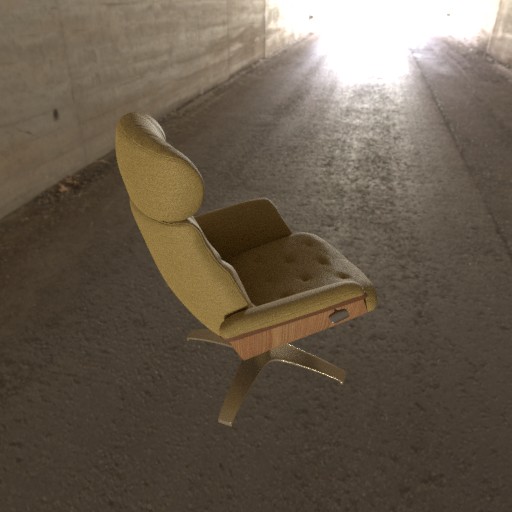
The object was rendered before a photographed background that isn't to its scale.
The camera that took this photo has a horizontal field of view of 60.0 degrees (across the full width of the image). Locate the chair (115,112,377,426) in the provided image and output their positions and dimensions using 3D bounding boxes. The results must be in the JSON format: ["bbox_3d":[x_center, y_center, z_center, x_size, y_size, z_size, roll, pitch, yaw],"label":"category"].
[{"bbox_3d":[0.000,0.000,1.584,0.837,0.995,0.785,-12,32,-19],"label":"chair"}]
